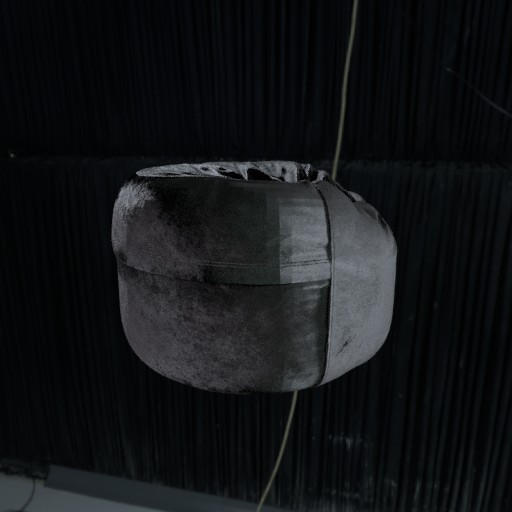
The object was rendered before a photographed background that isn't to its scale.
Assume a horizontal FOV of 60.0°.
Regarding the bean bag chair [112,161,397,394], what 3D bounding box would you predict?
[{"bbox_3d":[0.000,0.000,1.508,0.918,0.605,0.918,0,16,0],"label":"bean bag chair"}]
